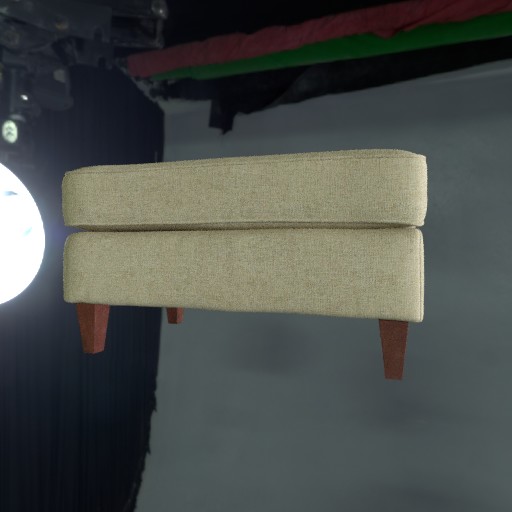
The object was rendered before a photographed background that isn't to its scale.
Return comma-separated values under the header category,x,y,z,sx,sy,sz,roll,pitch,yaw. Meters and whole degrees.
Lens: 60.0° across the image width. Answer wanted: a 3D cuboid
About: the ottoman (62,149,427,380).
category,x,y,z,sx,sy,sz,roll,pitch,yaw
ottoman,0.000,0.000,1.228,0.862,0.484,0.583,0,1,18
